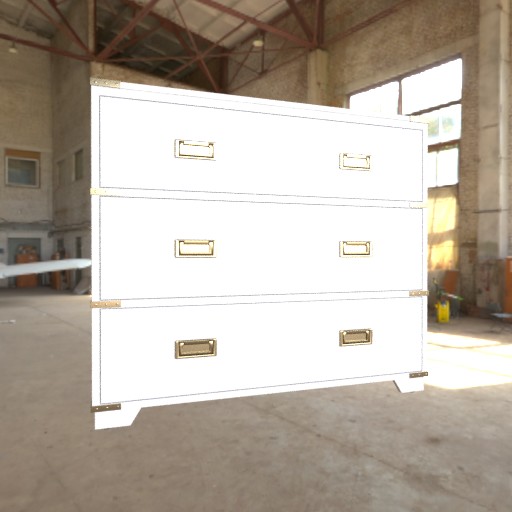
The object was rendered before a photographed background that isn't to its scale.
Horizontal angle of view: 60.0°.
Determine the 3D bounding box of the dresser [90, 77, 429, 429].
[{"bbox_3d":[0.000,0.000,1.480,1.022,0.891,0.460,0,0,-19],"label":"dresser"}]
